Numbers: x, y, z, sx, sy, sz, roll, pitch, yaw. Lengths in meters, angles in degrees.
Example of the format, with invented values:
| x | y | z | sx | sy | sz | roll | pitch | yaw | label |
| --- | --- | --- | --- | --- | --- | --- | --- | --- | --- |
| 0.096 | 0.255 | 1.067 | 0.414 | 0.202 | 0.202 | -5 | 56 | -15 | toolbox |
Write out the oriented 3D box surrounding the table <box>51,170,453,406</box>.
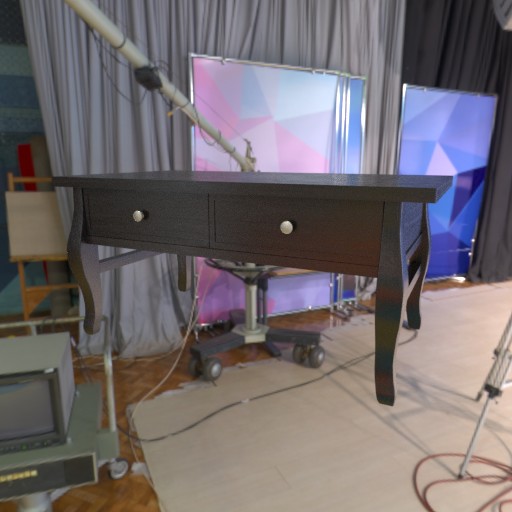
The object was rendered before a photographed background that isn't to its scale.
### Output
| x | y | z | sx | sy | sz | roll | pitch | yaw | label |
| --- | --- | --- | --- | --- | --- | --- | --- | --- | --- |
| 0.000 | 0.000 | 1.389 | 1.062 | 0.494 | 0.600 | 6 | 14 | 26 | table |
